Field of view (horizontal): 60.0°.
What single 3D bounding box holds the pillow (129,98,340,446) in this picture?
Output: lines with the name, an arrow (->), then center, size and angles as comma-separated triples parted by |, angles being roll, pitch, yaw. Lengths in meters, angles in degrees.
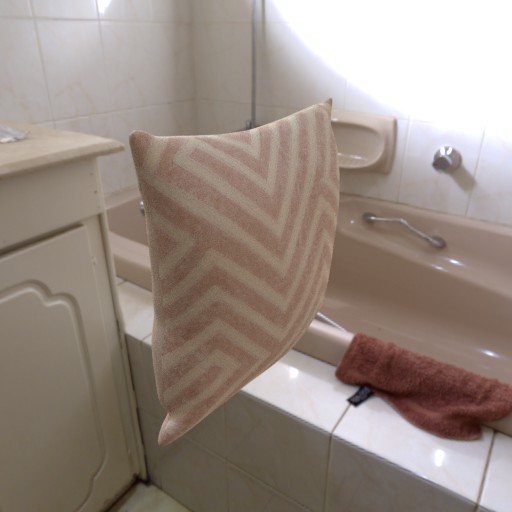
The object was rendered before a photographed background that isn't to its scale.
pillow -> 0.000, 0.000, 0.689 | 0.182, 0.441, 0.440 | 18, 31, 32
